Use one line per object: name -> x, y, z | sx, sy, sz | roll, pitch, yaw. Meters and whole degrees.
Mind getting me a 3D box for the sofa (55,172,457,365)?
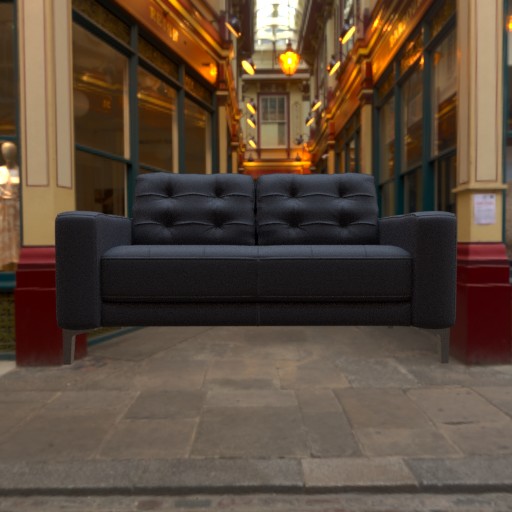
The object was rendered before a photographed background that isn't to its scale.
sofa -> 0.000, 0.000, 2.260 | 1.726, 0.893, 0.833 | 0, 2, -1
